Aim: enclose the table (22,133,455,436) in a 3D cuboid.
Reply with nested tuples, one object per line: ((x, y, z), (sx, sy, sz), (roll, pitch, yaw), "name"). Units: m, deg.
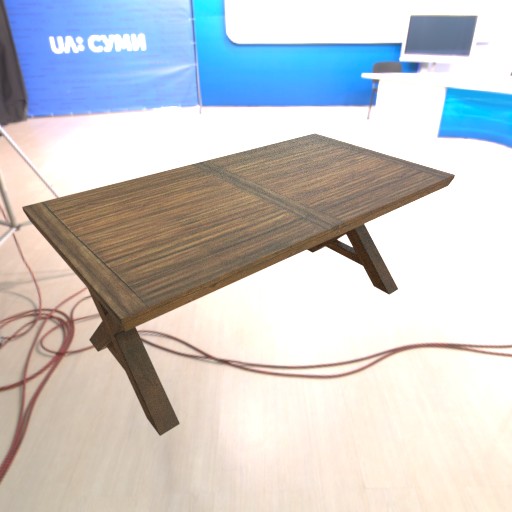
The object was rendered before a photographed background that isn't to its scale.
((0.000, 0.000, 2.468), (1.966, 0.793, 1.071), (-23, 38, -33), "table")
